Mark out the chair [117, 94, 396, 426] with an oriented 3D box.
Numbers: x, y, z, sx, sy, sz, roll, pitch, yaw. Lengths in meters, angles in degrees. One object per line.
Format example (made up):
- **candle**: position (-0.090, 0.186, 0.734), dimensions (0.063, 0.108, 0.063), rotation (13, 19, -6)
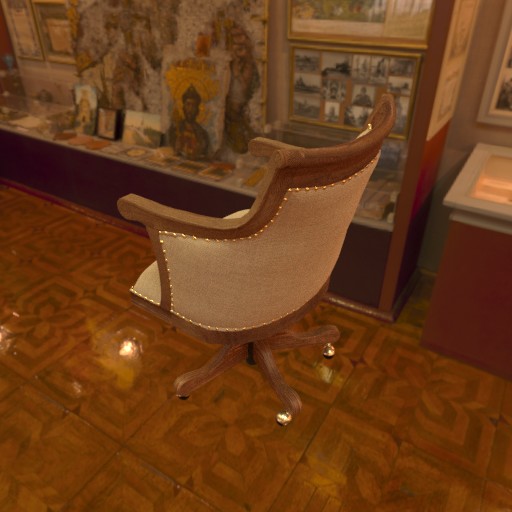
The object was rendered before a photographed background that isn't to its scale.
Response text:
- **chair**: position (0.000, 0.000, 1.434), dimensions (0.689, 0.965, 0.656), rotation (20, 37, 29)
